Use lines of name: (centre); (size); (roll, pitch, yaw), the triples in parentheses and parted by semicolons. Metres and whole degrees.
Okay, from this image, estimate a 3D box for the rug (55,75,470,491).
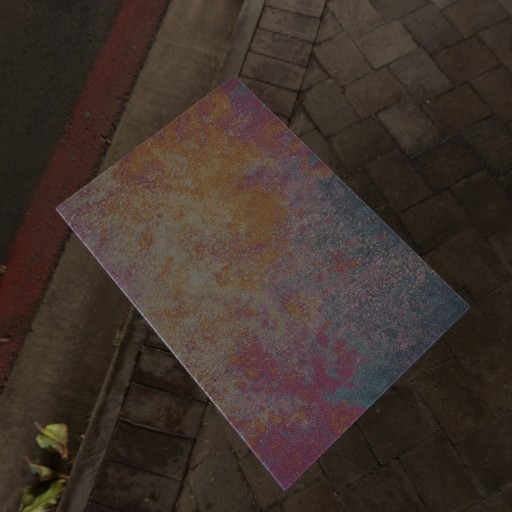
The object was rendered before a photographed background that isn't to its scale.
rug: (0.000, 0.000, 3.638); (2.007, 0.013, 2.896); (-40, 78, -10)
